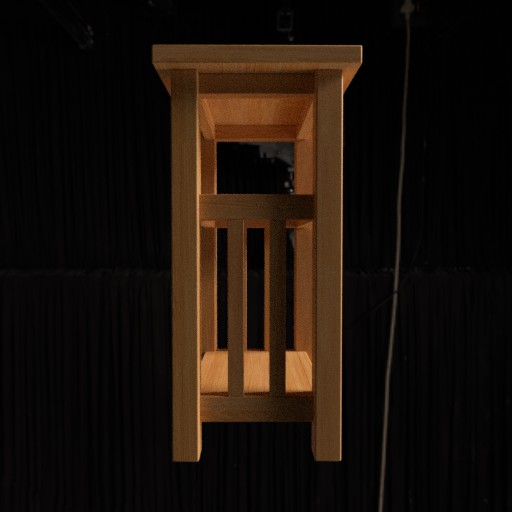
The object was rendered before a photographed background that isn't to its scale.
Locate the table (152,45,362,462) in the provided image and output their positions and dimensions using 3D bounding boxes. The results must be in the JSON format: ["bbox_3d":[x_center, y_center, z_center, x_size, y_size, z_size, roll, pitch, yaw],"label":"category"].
[{"bbox_3d":[0.000,0.000,0.749,0.270,0.550,0.350,0,1,0],"label":"table"}]
